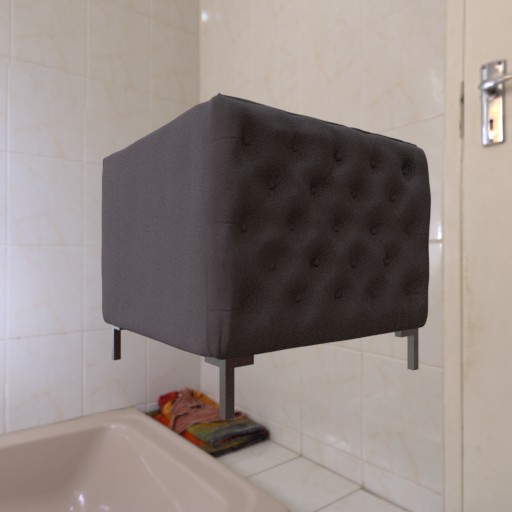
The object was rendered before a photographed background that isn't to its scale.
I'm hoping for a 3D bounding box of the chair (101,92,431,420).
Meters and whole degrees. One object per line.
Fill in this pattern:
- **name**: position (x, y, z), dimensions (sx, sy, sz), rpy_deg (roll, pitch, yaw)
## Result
- **chair**: position (0.000, 0.000, 1.661), dimensions (0.913, 0.807, 0.946), rpy_deg (0, 0, -37)
